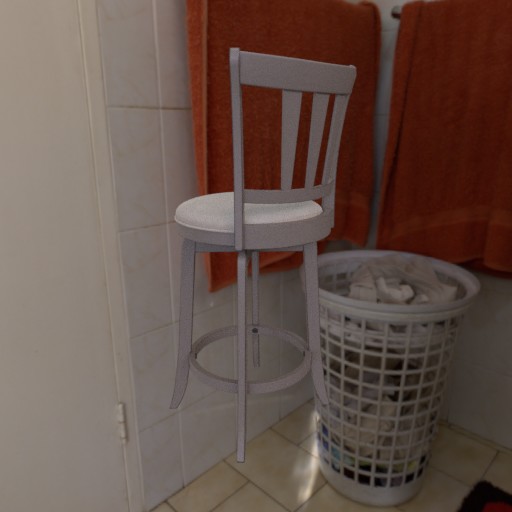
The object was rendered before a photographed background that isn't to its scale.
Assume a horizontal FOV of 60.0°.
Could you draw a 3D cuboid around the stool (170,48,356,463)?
[{"bbox_3d":[0.000,0.000,1.278,0.436,1.023,0.475,-15,22,-41],"label":"stool"}]
